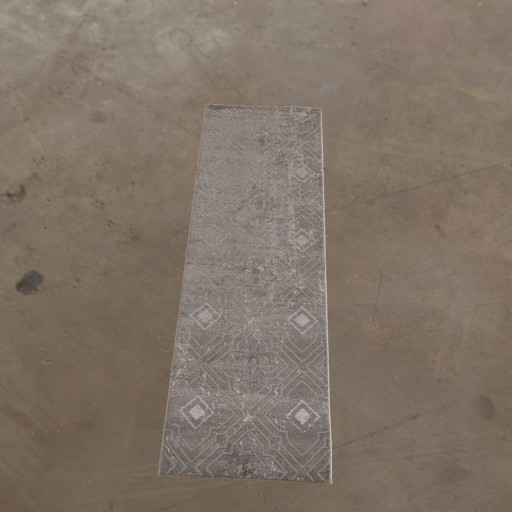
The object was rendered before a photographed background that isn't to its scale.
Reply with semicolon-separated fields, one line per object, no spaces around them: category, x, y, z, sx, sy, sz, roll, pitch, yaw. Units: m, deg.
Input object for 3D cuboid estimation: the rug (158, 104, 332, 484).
rug;0.000;0.000;2.631;0.832;0.035;2.381;2;64;1
